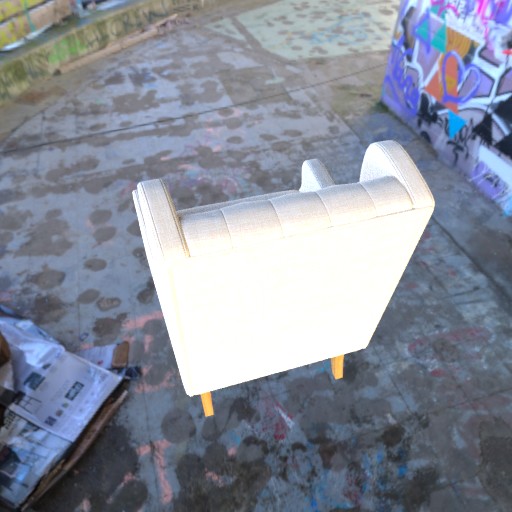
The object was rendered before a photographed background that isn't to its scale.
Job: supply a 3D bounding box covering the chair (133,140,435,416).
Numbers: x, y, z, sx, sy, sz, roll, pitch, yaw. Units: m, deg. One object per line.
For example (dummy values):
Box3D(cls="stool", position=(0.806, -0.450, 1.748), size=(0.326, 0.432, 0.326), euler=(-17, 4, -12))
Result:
Box3D(cls="chair", position=(0.000, 0.000, 1.481), size=(0.710, 0.930, 0.760), euler=(-12, 45, -12))
